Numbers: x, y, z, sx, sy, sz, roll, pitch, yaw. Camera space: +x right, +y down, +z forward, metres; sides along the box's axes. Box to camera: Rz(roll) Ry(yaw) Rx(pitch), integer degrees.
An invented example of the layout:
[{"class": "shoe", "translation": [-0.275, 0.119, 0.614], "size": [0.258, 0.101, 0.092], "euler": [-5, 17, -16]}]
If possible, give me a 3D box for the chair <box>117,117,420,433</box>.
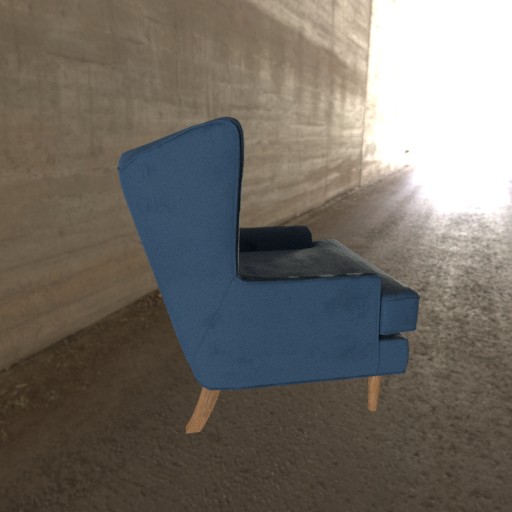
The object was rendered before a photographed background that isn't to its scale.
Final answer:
[{"class": "chair", "translation": [0.000, 0.000, 1.635], "size": [0.910, 0.952, 0.793], "euler": [-3, 16, -10]}]
